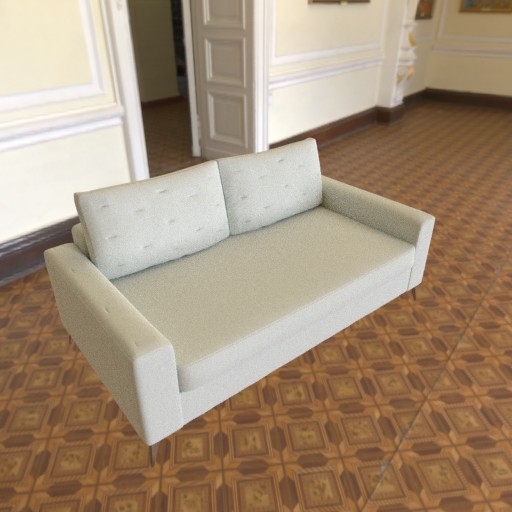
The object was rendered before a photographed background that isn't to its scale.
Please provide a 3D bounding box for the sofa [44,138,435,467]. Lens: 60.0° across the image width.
[{"bbox_3d":[0.000,0.000,2.112,1.650,0.790,0.920,-22,36,-33],"label":"sofa"}]
